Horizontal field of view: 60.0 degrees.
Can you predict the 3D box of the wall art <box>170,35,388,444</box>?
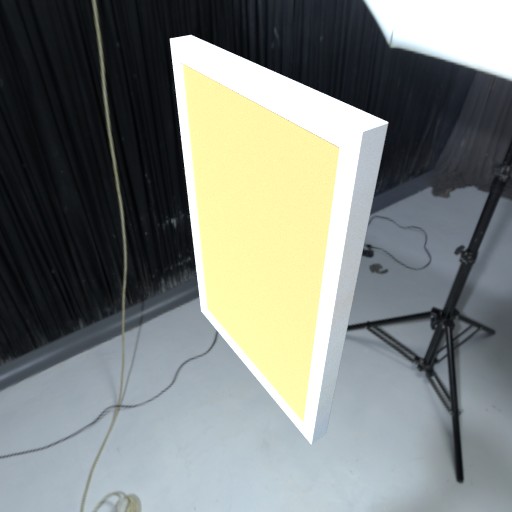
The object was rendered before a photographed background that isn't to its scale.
[{"bbox_3d":[0.000,0.000,0.759,0.038,0.611,0.408,-24,46,-26],"label":"wall art"}]
